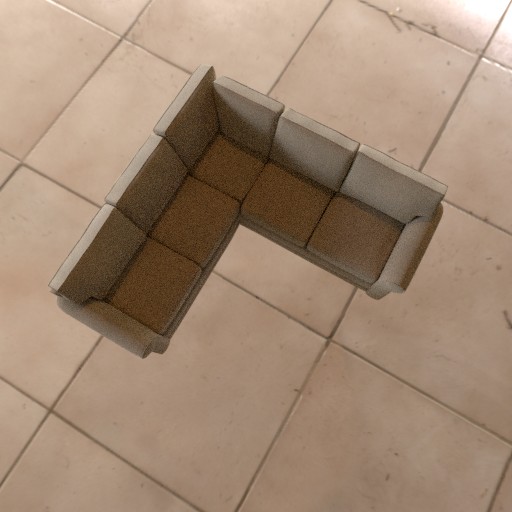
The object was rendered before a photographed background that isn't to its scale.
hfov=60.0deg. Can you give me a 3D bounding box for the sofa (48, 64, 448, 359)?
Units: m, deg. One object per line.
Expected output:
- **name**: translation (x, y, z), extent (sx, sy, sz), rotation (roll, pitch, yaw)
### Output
- **sofa**: translation (0.000, 0.000, 3.956), extent (2.569, 1.054, 2.487), rotation (28, 76, 8)
